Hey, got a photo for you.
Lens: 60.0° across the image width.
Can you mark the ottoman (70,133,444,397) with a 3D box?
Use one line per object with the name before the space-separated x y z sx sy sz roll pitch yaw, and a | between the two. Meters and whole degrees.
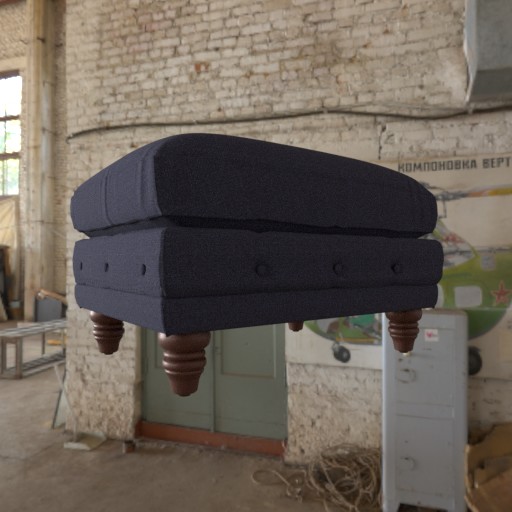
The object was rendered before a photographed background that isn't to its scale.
ottoman | 0.000 0.000 1.105 0.767 0.486 0.558 0 -1 -36
